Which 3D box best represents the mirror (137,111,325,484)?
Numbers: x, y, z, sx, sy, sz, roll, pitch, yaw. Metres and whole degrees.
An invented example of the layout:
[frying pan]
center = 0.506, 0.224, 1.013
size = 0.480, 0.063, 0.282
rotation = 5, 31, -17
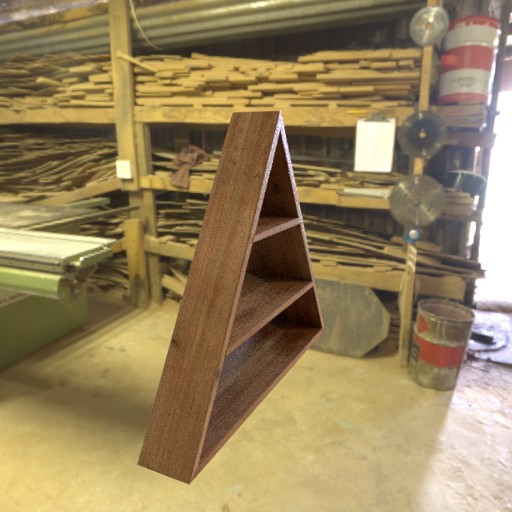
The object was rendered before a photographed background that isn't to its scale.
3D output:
[mirror]
center = 0.000, 0.000, 0.883
size = 0.100, 0.548, 0.631
rotation = 7, 16, 26
